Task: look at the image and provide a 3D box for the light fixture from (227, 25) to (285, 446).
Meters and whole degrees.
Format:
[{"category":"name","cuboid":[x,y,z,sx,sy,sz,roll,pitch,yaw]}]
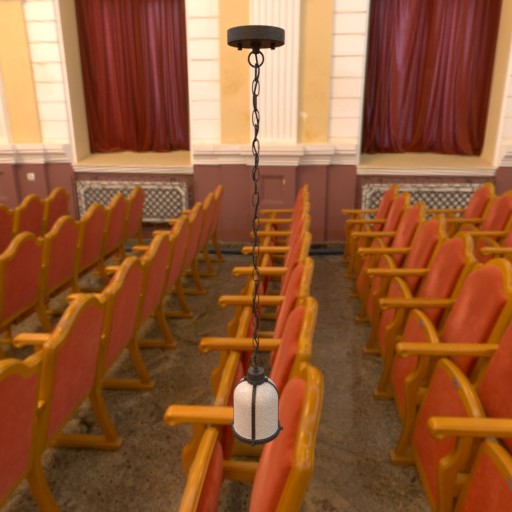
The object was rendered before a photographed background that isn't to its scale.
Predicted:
[{"category":"light fixture","cuboid":[0.000,0.000,1.284,0.178,1.181,0.178,2,17,6]}]
